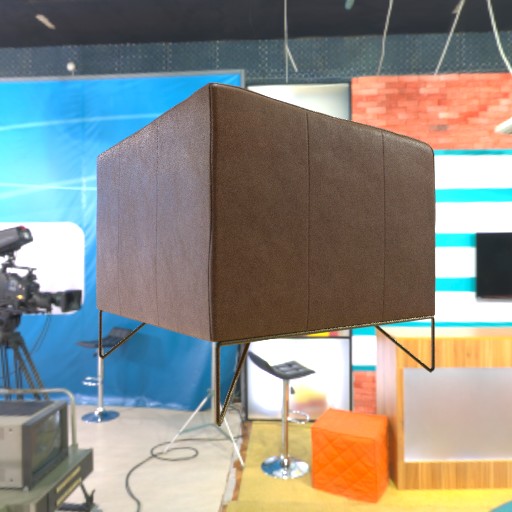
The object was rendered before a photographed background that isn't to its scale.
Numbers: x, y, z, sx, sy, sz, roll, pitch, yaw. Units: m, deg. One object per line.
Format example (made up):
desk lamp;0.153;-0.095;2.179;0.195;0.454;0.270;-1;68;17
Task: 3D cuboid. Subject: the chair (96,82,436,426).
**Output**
chair;0.000;0.000;1.625;0.912;0.797;0.920;1;-1;-36
